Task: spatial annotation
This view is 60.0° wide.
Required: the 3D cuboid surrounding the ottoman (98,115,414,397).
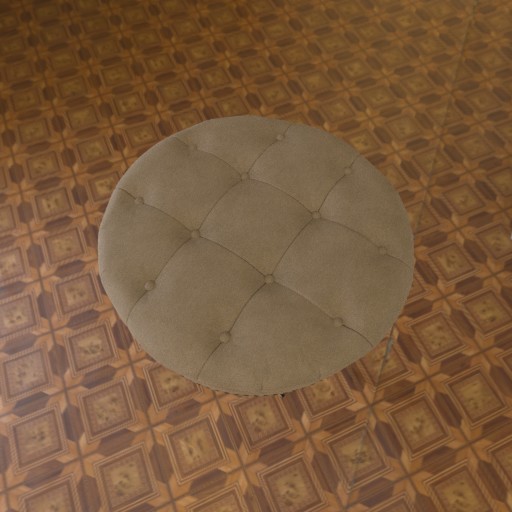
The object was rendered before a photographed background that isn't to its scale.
[{"bbox_3d":[0.000,0.000,1.401,0.901,0.439,0.901,0,62,0],"label":"ottoman"}]
